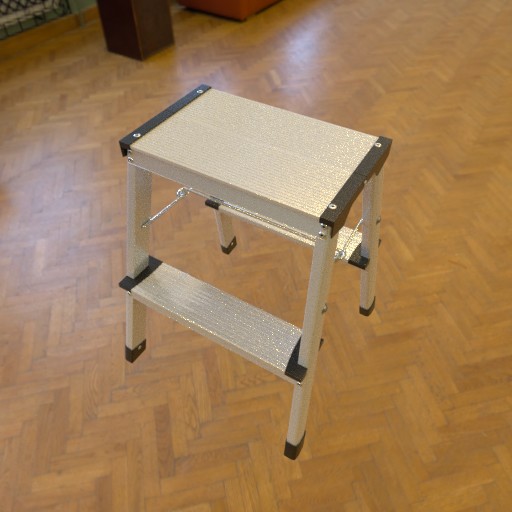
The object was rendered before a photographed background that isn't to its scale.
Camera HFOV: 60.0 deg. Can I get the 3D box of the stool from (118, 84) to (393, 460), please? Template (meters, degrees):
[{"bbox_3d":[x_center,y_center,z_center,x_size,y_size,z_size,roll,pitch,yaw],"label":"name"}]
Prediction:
[{"bbox_3d":[0.000,0.000,0.801,0.404,0.480,0.405,24,51,21],"label":"stool"}]
